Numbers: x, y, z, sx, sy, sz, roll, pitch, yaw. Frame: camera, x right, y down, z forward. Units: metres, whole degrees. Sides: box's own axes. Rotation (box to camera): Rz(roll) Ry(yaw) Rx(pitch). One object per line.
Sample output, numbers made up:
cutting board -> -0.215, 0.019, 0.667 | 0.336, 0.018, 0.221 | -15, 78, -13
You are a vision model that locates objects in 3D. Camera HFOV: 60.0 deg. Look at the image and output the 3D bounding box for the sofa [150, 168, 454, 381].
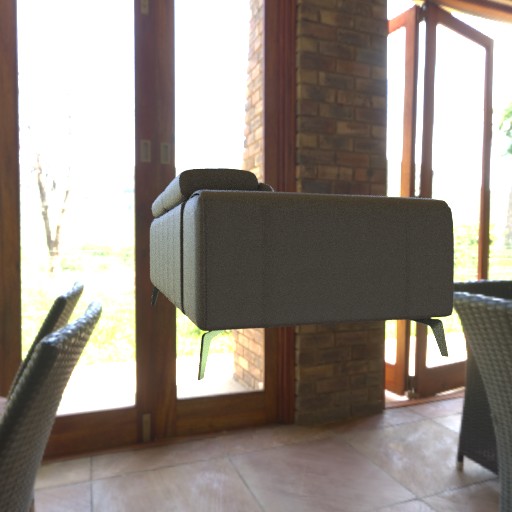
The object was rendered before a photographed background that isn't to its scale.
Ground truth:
sofa -> 0.000, 0.000, 2.459 | 1.024, 0.753, 1.930 | 0, 1, -18
